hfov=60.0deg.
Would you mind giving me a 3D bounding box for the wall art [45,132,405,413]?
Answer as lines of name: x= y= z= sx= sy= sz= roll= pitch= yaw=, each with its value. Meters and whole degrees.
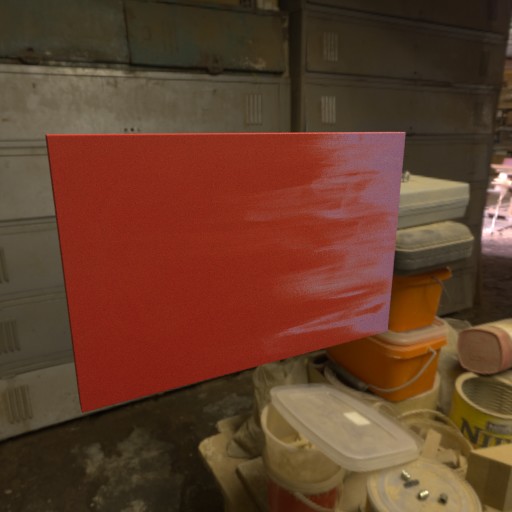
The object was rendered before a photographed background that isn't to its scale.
wall art: x=0.000 y=0.000 z=0.758 sx=0.607 sy=0.405 sz=0.033 roll=-8 pitch=18 yaw=-26
